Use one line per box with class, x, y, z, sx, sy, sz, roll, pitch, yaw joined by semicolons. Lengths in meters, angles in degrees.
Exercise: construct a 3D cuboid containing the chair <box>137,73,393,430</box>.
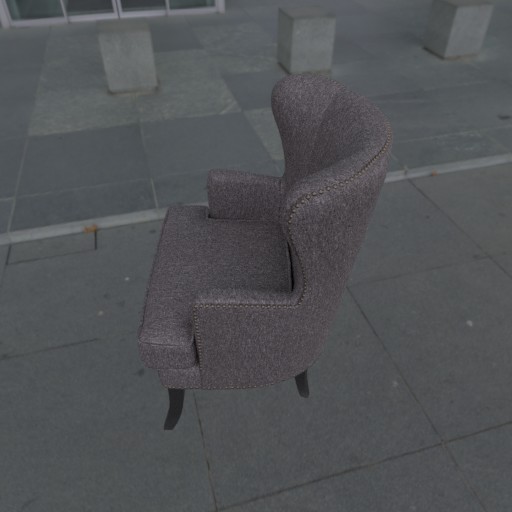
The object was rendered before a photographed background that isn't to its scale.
chair;0.000;0.000;1.594;0.758;1.060;0.759;0;42;-1
